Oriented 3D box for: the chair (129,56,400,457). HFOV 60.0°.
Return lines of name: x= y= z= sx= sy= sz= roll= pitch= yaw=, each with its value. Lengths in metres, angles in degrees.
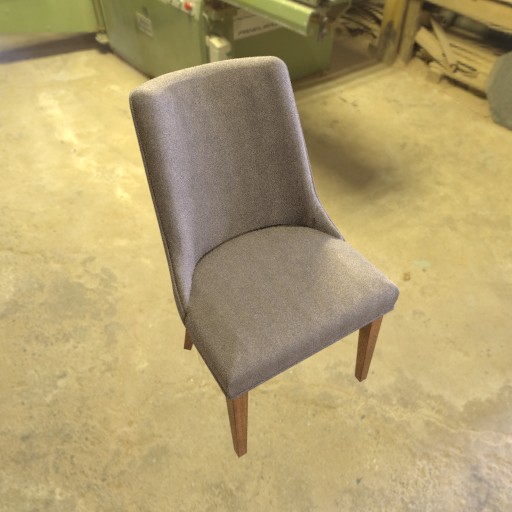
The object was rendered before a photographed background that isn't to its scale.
chair: x=0.000 y=0.000 z=1.286 sx=0.548 sy=0.916 sz=0.636 roll=-23 pitch=49 yaw=-22
